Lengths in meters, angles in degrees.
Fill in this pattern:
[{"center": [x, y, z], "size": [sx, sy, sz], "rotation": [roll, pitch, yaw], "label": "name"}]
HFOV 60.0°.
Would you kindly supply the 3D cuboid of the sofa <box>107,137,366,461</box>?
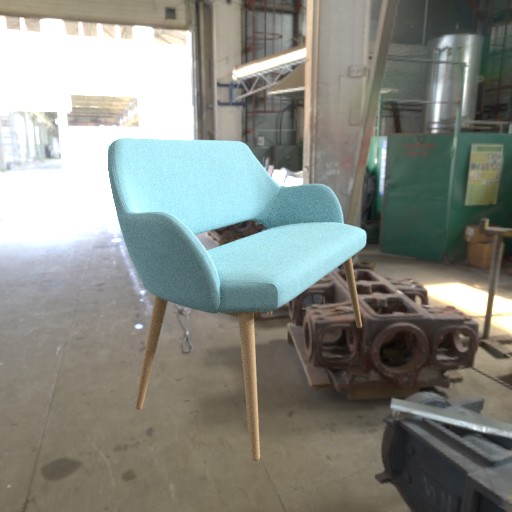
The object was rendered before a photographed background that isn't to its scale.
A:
[{"center": [0.000, 0.000, 1.642], "size": [0.610, 0.840, 1.150], "rotation": [7, 15, 27], "label": "sofa"}]
